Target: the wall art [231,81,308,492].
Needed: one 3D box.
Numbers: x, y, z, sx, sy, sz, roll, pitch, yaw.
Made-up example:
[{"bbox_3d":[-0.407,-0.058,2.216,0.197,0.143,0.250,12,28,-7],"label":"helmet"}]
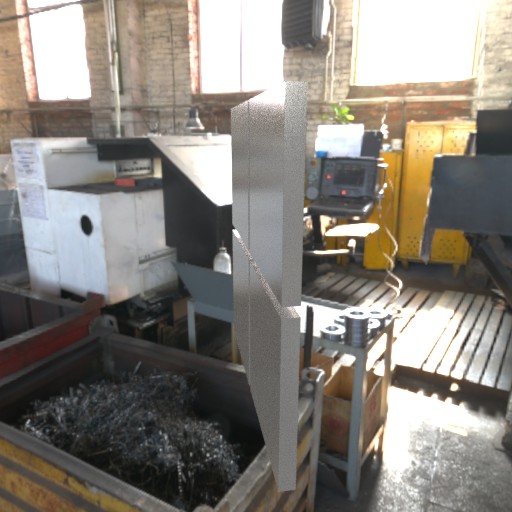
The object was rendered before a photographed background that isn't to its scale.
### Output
[{"bbox_3d":[0.000,0.000,0.917,0.029,0.611,0.611,-3,16,-9],"label":"wall art"}]
